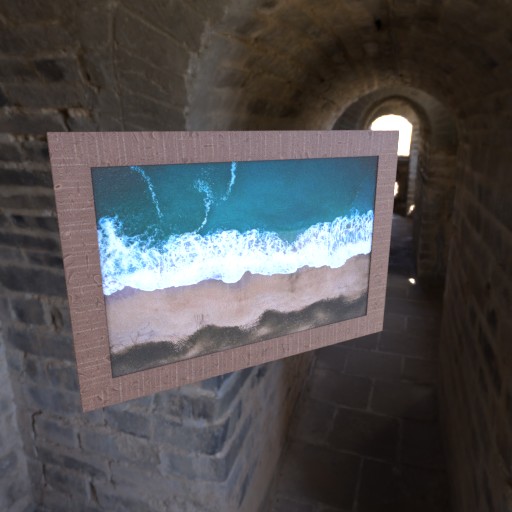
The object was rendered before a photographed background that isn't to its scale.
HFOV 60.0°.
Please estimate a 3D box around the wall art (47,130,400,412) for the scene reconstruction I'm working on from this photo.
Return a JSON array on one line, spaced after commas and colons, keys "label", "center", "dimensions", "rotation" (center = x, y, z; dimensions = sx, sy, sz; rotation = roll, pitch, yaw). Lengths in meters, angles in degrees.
[{"label": "wall art", "center": [0.000, 0.000, 1.153], "dimensions": [0.917, 0.626, 0.019], "rotation": [-8, 18, -27]}]
